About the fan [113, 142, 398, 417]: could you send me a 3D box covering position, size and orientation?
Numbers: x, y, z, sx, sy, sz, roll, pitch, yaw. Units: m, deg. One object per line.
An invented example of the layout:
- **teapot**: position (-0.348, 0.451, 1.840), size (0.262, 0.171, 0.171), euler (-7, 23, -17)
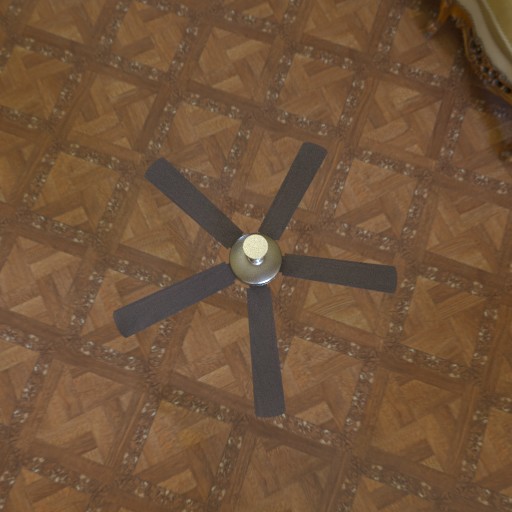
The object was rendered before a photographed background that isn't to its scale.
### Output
- **fan**: position (0.000, 0.000, 2.011), size (1.321, 0.356, 1.321), euler (18, 78, 4)
